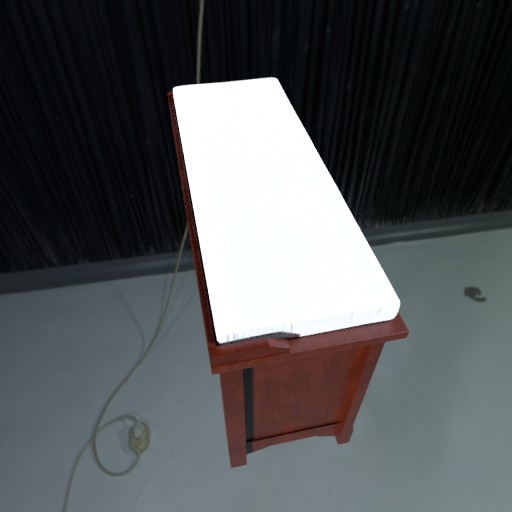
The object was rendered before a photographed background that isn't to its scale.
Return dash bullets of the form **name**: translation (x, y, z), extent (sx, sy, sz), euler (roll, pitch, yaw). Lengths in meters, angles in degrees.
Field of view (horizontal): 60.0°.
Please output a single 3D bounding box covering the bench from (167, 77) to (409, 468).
- **bench**: translation (0.000, 0.000, 1.315), extent (0.369, 0.646, 0.987), euler (-9, 47, -8)
